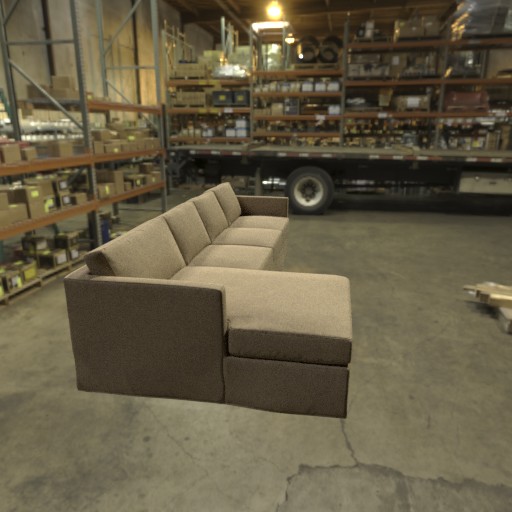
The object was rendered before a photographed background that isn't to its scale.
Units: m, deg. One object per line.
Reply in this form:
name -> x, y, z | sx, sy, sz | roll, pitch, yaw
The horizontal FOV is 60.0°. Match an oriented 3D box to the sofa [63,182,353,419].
sofa -> 0.000, 0.000, 3.888 | 1.638, 0.920, 3.198 | 3, 17, 10
